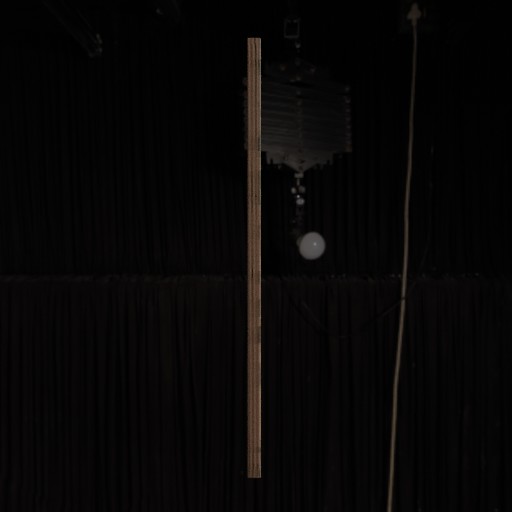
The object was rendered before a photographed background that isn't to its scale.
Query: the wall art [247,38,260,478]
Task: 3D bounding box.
[{"bbox_3d":[0.000,0.000,0.665,0.012,0.408,0.508,0,1,0],"label":"wall art"}]
